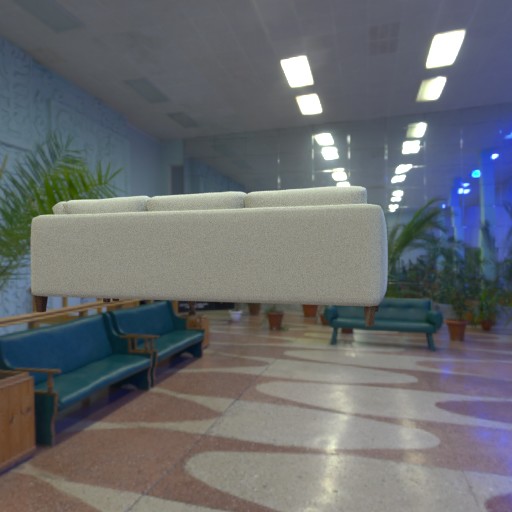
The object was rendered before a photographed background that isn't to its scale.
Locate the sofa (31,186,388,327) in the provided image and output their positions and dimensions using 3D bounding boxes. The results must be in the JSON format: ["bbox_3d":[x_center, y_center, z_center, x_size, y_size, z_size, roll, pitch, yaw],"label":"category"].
[{"bbox_3d":[0.000,0.000,4.433,2.551,0.853,3.238,0,0,17],"label":"sofa"}]
